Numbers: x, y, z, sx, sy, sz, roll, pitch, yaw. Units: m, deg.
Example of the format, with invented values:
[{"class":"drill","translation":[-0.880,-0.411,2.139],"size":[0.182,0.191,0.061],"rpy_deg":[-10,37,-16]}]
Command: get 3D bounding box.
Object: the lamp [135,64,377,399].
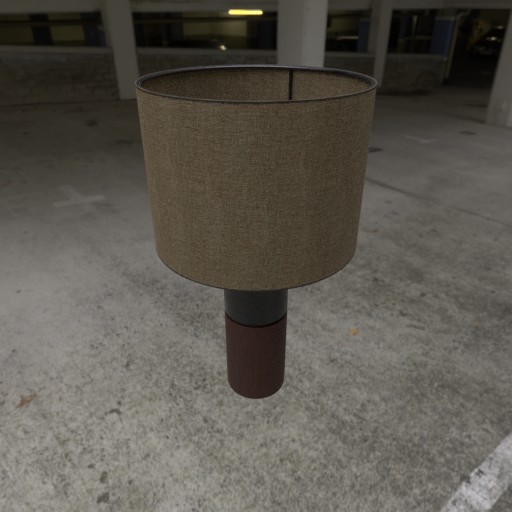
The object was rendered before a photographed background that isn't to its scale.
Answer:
[{"class":"lamp","translation":[0.000,0.000,0.466],"size":[0.202,0.350,0.202],"rpy_deg":[0,30,0]}]
